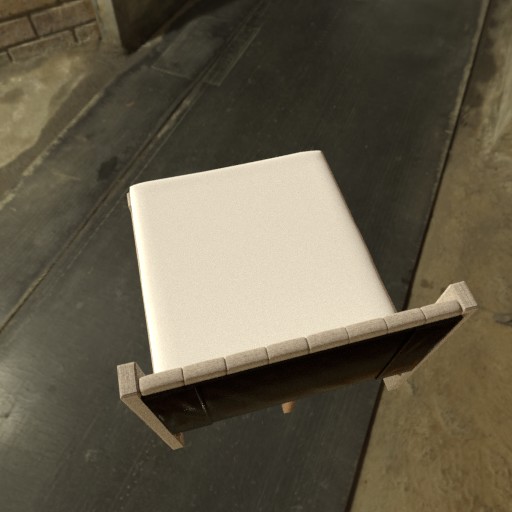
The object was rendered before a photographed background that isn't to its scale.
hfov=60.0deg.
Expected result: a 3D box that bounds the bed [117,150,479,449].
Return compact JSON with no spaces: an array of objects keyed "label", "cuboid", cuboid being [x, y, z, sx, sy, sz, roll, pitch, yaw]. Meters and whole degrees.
[{"label":"bed","cuboid":[0.000,0.000,3.721,2.044,1.748,2.372,-12,59,-8]}]
